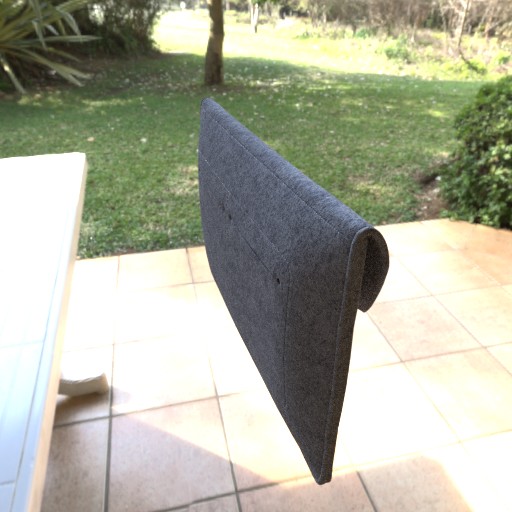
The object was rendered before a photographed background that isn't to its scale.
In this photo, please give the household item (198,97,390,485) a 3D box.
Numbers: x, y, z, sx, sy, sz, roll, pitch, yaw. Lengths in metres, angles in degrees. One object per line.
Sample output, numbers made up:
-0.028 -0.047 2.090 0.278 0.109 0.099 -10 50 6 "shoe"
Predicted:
0.000 0.000 0.413 0.057 0.221 0.335 -10 33 -17 "household item"
